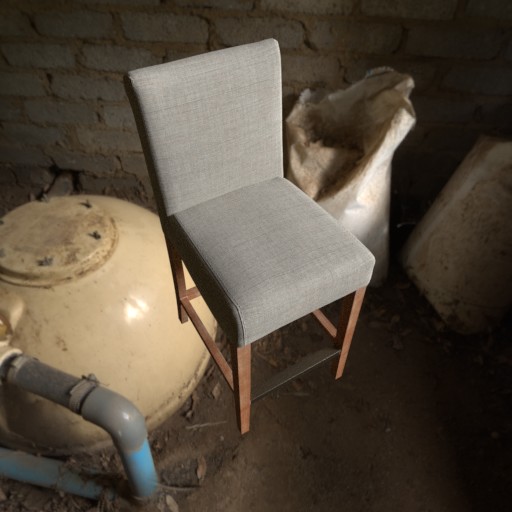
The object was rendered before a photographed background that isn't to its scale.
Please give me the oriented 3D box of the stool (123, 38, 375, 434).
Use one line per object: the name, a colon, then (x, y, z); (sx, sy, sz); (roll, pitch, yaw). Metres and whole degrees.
stool: (0.000, 0.000, 1.351); (0.454, 1.039, 0.567); (-23, 51, -20)
